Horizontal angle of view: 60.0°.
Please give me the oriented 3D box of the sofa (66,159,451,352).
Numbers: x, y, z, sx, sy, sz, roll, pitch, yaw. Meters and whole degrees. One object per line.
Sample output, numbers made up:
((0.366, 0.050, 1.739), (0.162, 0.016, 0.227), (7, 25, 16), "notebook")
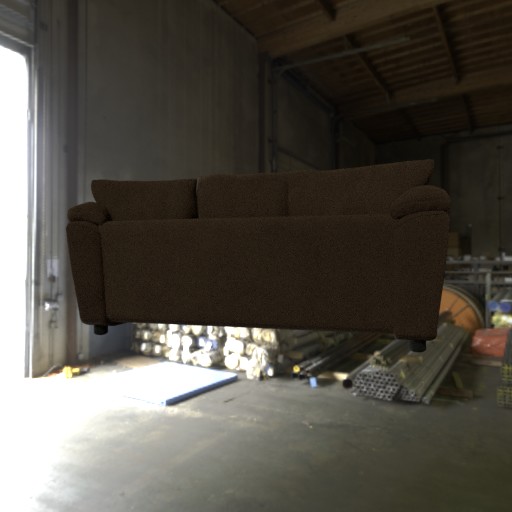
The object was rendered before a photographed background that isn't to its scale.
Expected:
((0.000, 0.000, 2.870), (2.336, 1.015, 0.878), (0, -1, 16), "sofa")
